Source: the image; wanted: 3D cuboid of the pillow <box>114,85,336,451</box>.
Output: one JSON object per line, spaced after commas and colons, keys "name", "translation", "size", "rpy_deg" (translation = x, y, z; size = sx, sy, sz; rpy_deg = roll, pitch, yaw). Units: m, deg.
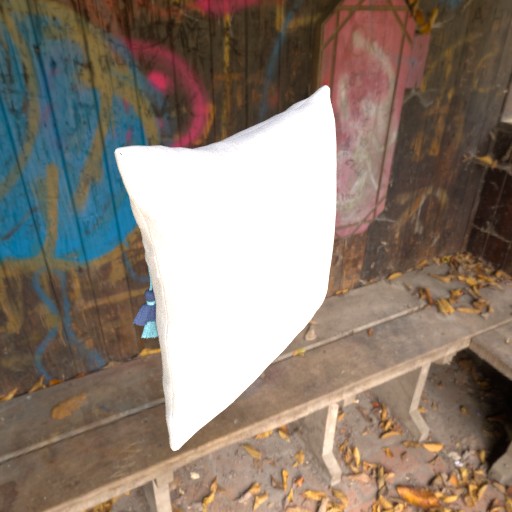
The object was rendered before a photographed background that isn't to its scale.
{"name": "pillow", "translation": [0.000, 0.000, 0.679], "size": [0.173, 0.436, 0.433], "rpy_deg": [20, 36, 30]}
